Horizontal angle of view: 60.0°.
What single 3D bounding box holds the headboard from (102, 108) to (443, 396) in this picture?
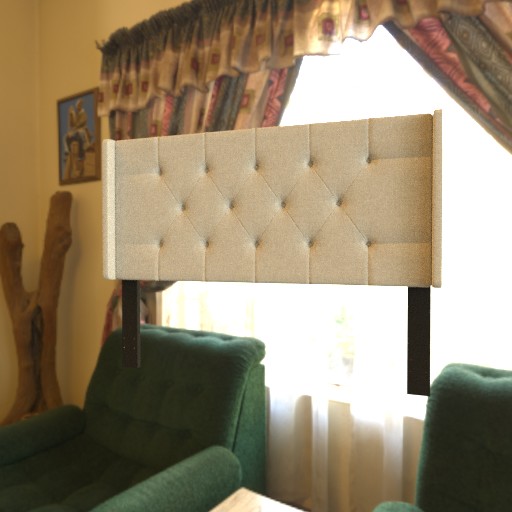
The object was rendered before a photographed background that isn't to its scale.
[{"bbox_3d":[0.000,0.000,2.655,2.051,1.524,0.184,0,1,18],"label":"headboard"}]
